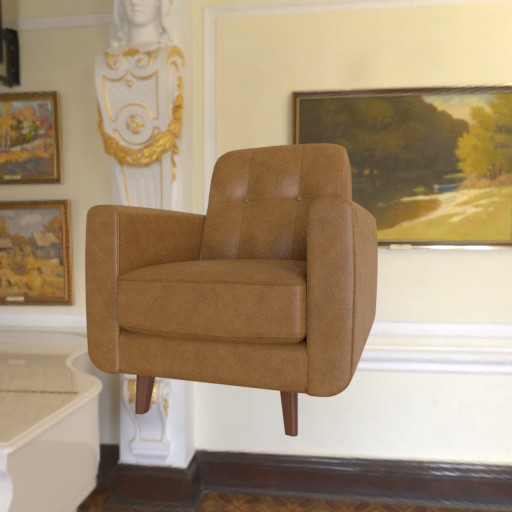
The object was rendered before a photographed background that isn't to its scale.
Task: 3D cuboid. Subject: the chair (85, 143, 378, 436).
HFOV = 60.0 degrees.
[{"bbox_3d":[0.000,0.000,1.677,0.845,0.968,0.942,0,1,19],"label":"chair"}]
